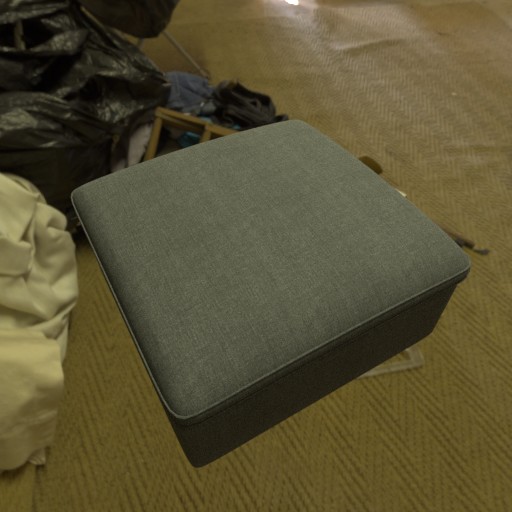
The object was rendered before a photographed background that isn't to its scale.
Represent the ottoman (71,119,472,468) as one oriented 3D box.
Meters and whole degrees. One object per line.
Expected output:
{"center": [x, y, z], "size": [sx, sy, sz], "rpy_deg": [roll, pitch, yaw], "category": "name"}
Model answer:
{"center": [0.000, 0.000, 1.681], "size": [1.067, 0.559, 1.067], "rpy_deg": [-23, 51, -20], "category": "ottoman"}
